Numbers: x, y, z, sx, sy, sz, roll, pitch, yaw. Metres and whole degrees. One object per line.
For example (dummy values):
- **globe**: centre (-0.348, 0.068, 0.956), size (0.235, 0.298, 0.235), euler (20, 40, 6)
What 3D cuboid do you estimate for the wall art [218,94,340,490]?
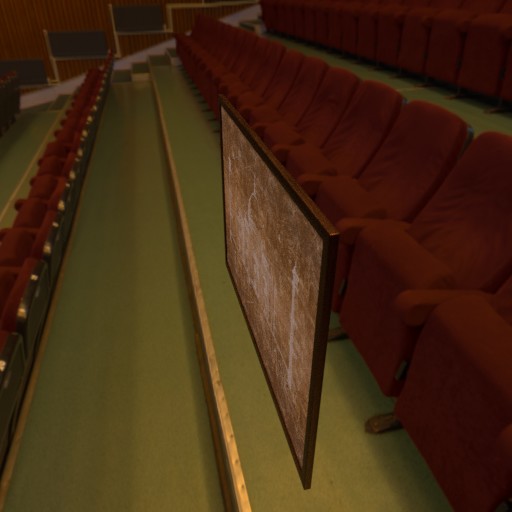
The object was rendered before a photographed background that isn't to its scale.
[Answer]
- **wall art**: centre (0.000, 0.000, 1.036), size (0.014, 0.559, 0.816), euler (-7, 33, -12)
